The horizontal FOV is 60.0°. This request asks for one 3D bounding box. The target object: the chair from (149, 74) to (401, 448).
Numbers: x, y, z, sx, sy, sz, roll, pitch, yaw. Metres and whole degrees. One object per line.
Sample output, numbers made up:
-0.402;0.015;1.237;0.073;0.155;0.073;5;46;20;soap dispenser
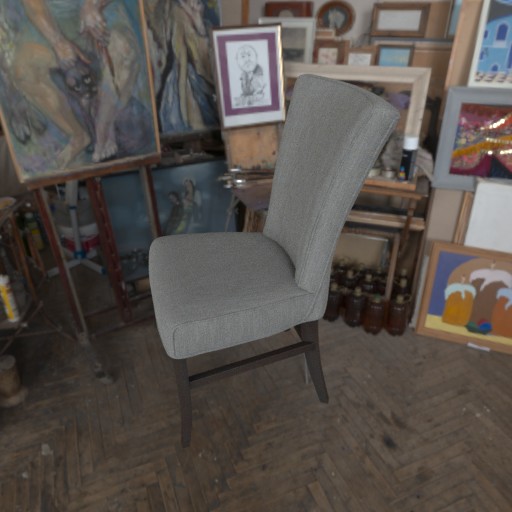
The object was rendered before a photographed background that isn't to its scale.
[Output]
0.000;0.000;1.388;0.660;0.991;0.520;-8;31;-14;chair
